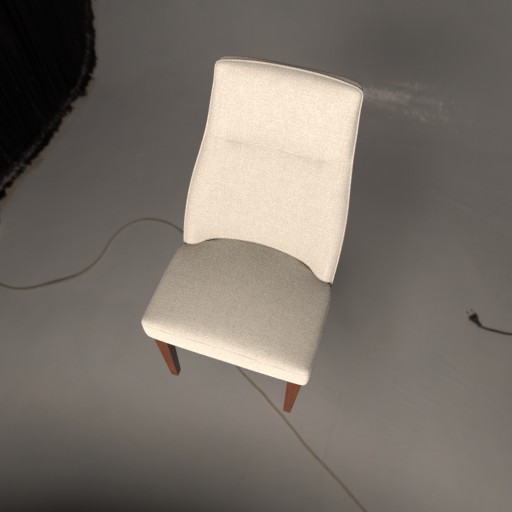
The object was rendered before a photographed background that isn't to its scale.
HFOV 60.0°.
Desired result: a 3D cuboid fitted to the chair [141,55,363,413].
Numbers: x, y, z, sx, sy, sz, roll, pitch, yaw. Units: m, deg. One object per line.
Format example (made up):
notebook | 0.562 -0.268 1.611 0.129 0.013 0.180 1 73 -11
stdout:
chair | 0.000 0.000 1.342 0.500 0.930 0.620 15 60 9
